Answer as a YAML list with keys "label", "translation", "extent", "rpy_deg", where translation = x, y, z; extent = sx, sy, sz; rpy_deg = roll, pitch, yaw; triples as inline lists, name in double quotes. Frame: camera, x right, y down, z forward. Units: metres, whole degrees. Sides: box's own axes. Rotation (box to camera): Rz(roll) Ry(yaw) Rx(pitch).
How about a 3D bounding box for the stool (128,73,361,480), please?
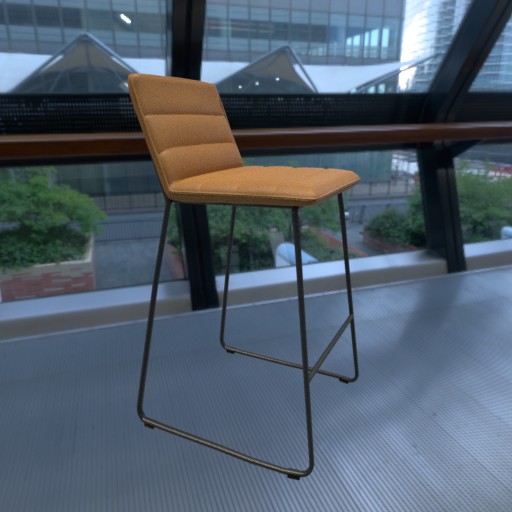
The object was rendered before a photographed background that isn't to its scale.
- label: "stool"
  translation: [0.000, 0.000, 1.226]
  extent: [0.524, 0.936, 0.489]
  rpy_deg: [8, 19, 25]
